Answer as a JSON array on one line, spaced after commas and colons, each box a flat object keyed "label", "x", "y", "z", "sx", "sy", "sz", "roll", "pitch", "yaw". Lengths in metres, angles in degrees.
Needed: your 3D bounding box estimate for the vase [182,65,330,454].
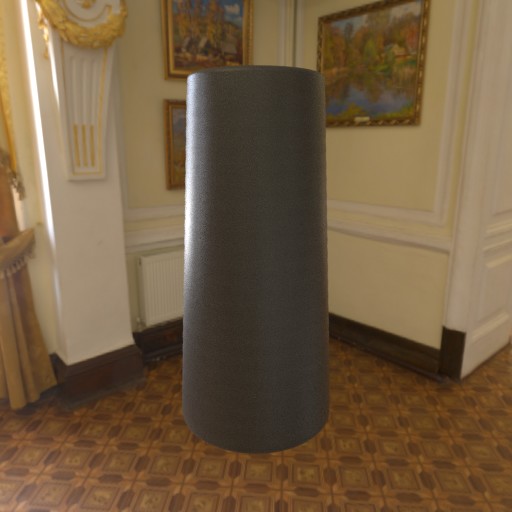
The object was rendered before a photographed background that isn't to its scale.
[{"label": "vase", "x": 0.000, "y": 0.000, "z": 0.380, "sx": 0.136, "sy": 0.289, "sz": 0.136, "roll": -8, "pitch": 17, "yaw": -27}]
